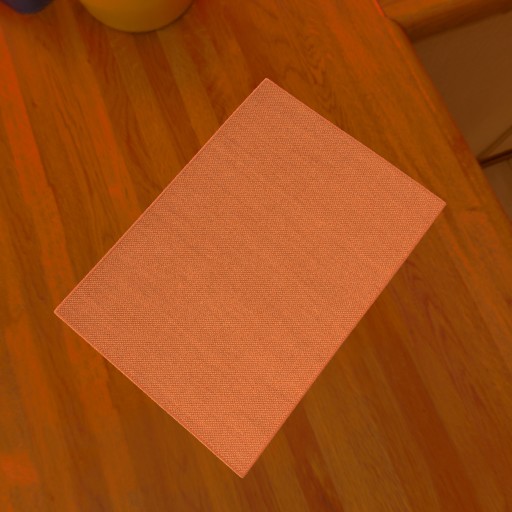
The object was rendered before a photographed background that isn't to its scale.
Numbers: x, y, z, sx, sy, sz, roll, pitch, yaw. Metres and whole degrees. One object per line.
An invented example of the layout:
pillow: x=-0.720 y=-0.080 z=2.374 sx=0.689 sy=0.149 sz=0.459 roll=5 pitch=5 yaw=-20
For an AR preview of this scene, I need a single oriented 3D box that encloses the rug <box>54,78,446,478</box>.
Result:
rug: x=0.000 y=0.000 z=2.837 sx=1.524 sy=0.013 sz=2.134 roll=38 pitch=79 yaw=9
